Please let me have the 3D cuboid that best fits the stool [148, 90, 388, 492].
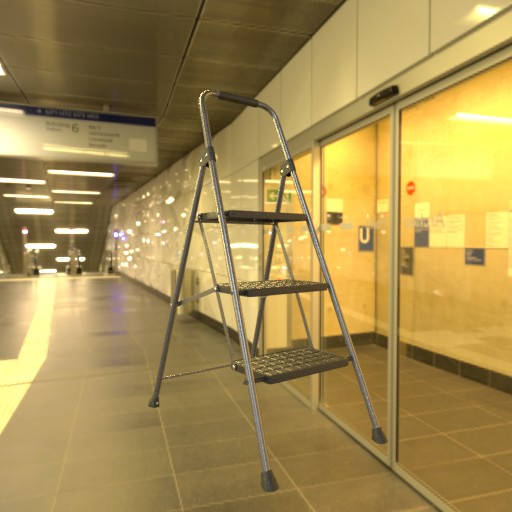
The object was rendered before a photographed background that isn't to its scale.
[{"bbox_3d":[0.000,0.000,1.484,0.473,1.121,0.733,-1,2,-37],"label":"stool"}]
